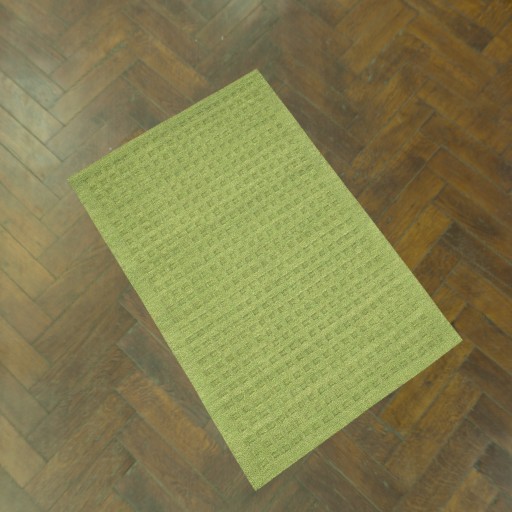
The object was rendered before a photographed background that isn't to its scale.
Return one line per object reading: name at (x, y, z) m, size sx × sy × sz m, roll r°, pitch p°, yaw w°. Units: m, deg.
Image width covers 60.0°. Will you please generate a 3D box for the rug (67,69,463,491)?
rug at (0.000, 0.000, 2.843) m, size 1.529 × 0.007 × 2.297 m, roll -33°, pitch 79°, yaw -7°
